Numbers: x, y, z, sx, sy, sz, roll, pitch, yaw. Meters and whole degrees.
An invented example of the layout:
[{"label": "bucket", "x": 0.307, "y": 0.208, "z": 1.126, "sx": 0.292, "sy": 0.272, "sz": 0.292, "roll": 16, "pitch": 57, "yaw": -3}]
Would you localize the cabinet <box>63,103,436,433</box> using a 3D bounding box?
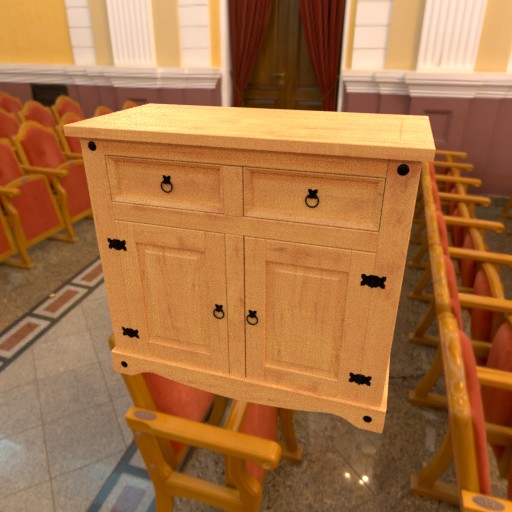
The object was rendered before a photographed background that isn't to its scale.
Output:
[{"label": "cabinet", "x": 0.000, "y": 0.000, "z": 1.418, "sx": 0.920, "sy": 0.840, "sz": 0.450, "roll": 8, "pitch": 27, "yaw": 16}]
